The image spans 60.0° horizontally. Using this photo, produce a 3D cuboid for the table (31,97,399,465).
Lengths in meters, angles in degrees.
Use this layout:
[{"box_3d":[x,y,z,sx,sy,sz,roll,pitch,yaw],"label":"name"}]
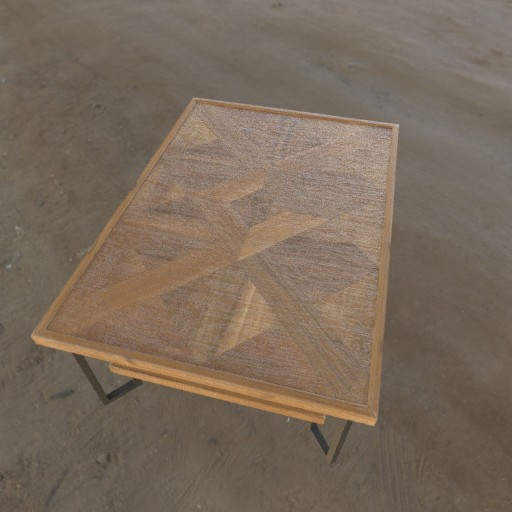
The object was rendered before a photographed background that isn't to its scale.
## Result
[{"box_3d":[0.000,0.000,1.641,0.877,0.492,1.238,11,49,9],"label":"table"}]
